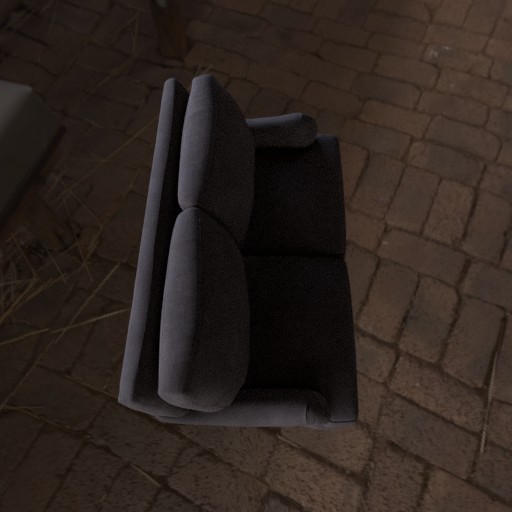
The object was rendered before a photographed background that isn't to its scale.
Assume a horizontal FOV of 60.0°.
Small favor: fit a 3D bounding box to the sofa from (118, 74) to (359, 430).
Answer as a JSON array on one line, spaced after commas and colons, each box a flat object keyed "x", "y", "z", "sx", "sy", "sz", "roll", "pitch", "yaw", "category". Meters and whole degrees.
[{"x": 0.000, "y": 0.000, "z": 2.553, "sx": 1.084, "sy": 1.101, "sz": 1.853, "roll": 1, "pitch": 65, "yaw": 1, "category": "sofa"}]
